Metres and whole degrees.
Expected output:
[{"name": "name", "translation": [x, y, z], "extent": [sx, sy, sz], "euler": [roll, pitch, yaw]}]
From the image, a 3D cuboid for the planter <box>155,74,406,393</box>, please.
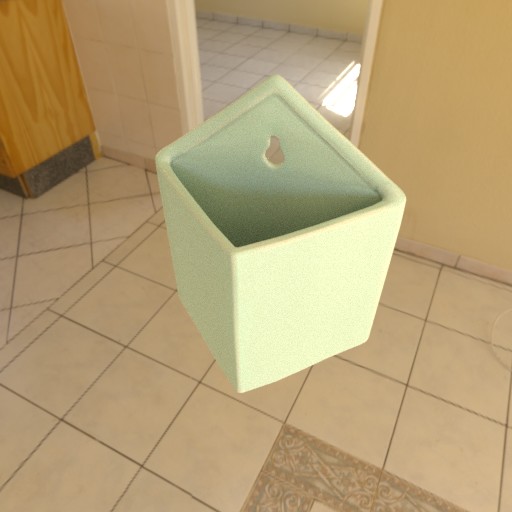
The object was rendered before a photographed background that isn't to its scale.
[{"name": "planter", "translation": [0.000, 0.000, 0.277], "extent": [0.164, 0.197, 0.079], "euler": [12, 44, 13]}]
